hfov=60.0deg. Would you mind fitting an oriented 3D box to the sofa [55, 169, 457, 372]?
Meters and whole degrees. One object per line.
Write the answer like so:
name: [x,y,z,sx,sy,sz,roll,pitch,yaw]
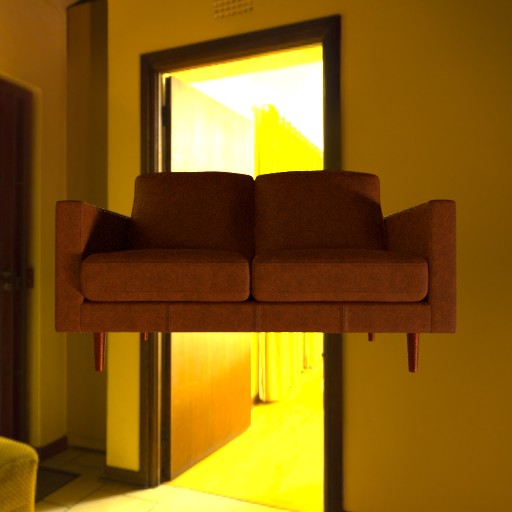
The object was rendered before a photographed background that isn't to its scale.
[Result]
sofa: [0.000,0.000,2.147,1.578,0.951,0.909,0,-1,1]
